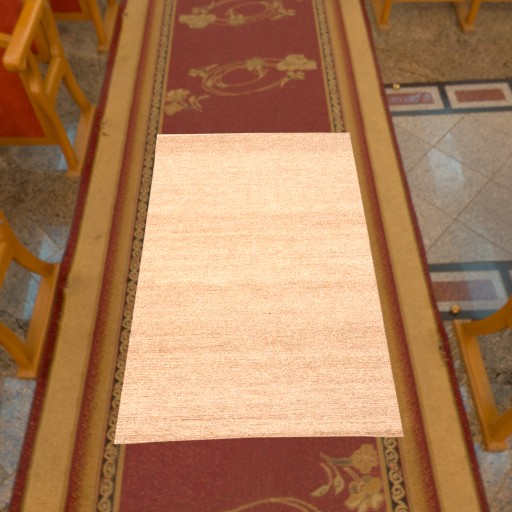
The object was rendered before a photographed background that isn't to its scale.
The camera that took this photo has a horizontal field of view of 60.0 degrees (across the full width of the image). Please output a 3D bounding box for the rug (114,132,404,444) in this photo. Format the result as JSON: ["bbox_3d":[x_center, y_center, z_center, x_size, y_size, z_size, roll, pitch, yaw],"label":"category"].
[{"bbox_3d":[0.000,0.000,3.004,1.574,0.029,2.346,-1,59,0],"label":"rug"}]
